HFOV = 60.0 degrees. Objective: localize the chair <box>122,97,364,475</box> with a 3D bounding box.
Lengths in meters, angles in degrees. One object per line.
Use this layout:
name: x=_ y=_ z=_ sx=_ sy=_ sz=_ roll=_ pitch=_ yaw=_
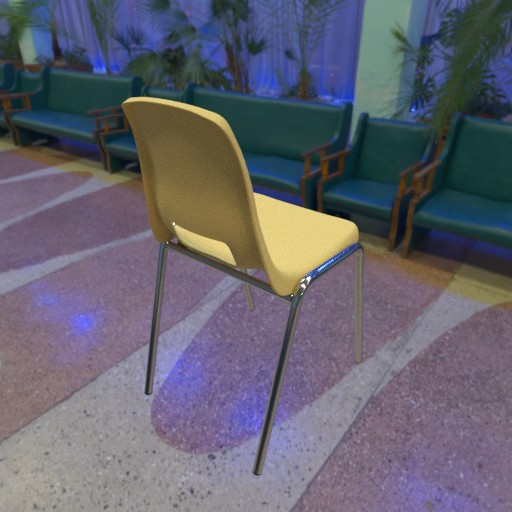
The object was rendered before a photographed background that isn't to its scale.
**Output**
chair: x=0.000 y=0.000 z=0.950 sx=0.381 sy=0.704 sz=0.436 roll=22 pitch=37 yaw=32
